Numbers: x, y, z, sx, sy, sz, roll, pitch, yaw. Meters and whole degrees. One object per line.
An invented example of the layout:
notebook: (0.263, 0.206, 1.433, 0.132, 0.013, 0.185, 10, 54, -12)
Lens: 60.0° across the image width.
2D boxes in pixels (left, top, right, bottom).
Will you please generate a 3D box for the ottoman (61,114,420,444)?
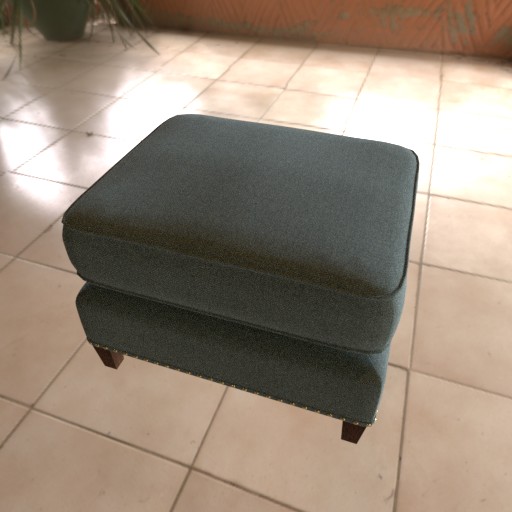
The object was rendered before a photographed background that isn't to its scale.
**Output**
ottoman: (0.000, 0.000, 1.151, 0.738, 0.537, 0.589, 13, 43, 14)
